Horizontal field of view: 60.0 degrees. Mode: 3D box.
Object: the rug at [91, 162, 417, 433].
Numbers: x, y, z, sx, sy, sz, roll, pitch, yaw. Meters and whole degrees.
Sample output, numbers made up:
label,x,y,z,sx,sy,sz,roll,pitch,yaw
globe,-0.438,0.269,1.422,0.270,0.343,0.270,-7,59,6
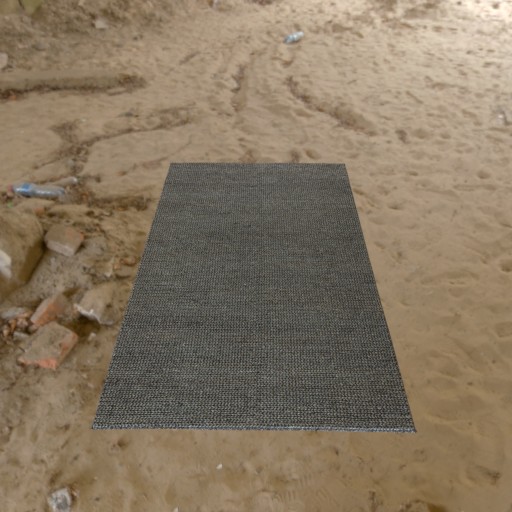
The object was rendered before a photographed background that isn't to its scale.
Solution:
label,x,y,z,sx,sy,sz,roll,pitch,yaw
rug,0.000,0.000,2.985,1.538,0.021,2.443,0,42,0
